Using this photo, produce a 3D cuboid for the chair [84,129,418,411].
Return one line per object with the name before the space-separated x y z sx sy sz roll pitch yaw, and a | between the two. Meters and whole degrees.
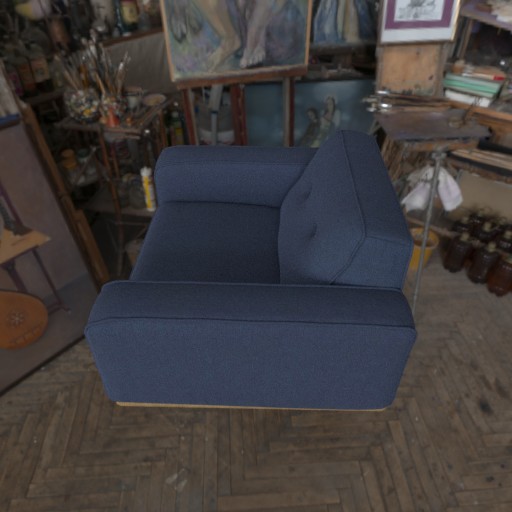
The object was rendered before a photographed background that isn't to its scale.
chair | 0.000 0.000 1.751 0.953 0.783 1.118 1 40 2
